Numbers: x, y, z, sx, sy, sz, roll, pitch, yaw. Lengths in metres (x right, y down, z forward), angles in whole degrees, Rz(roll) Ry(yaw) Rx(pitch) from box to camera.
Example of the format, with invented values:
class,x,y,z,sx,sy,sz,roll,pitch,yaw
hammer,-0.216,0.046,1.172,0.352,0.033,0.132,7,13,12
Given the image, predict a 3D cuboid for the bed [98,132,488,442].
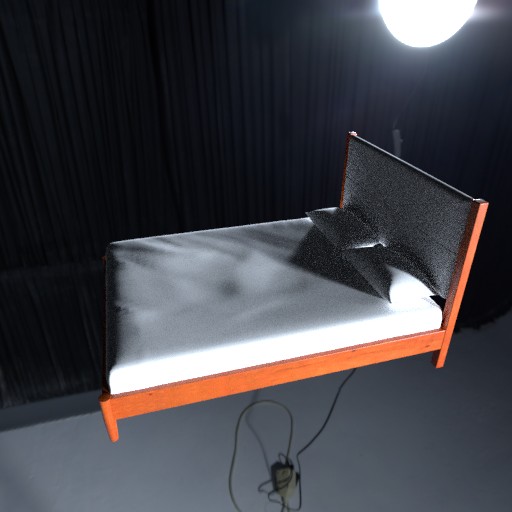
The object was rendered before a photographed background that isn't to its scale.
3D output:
class,x,y,z,sx,sy,sz,roll,pitch,yaw
bed,0.000,0.000,3.025,2.117,1.165,1.566,-8,31,-14
